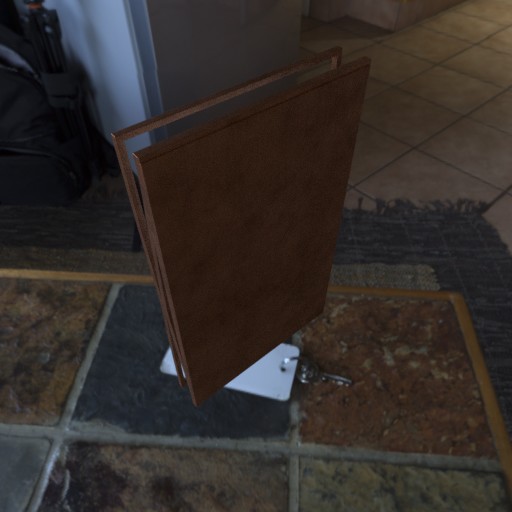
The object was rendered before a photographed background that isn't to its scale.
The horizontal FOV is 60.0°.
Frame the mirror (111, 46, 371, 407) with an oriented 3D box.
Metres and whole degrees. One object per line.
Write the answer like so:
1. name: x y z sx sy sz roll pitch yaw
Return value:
1. mirror: 0.000 0.000 0.984 0.468 0.768 0.082 -32 55 -26
